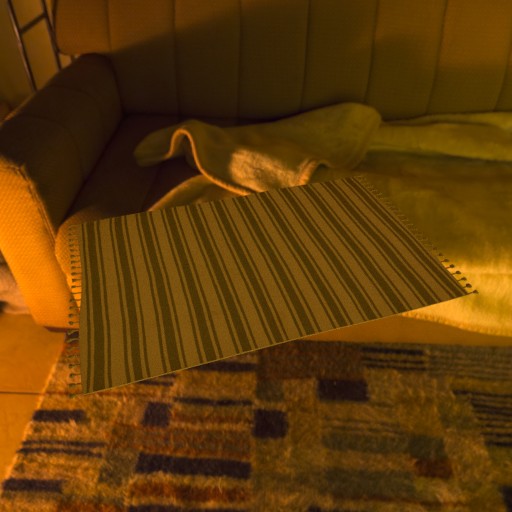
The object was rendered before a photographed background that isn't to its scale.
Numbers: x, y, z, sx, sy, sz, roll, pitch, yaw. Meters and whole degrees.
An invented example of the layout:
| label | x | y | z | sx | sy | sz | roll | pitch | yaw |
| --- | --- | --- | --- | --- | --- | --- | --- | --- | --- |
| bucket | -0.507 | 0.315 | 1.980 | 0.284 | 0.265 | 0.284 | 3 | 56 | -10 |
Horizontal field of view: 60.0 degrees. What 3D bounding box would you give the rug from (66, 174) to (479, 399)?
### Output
| label | x | y | z | sx | sy | sz | roll | pitch | yaw |
| --- | --- | --- | --- | --- | --- | --- | --- | --- | --- |
| rug | 0.000 | 0.000 | 2.308 | 1.875 | 0.013 | 1.162 | -12 | 42 | -13 |
